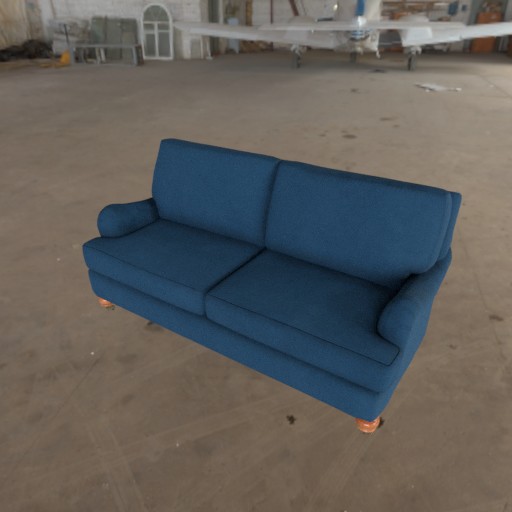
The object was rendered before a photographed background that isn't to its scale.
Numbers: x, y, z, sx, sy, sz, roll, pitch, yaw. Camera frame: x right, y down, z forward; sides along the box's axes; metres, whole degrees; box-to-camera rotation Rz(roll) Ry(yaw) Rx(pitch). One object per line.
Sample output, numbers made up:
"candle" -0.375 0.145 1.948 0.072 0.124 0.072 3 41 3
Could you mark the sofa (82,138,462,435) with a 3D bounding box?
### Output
"sofa" 0.000 0.000 2.784 2.141 1.101 1.084 18 34 29
